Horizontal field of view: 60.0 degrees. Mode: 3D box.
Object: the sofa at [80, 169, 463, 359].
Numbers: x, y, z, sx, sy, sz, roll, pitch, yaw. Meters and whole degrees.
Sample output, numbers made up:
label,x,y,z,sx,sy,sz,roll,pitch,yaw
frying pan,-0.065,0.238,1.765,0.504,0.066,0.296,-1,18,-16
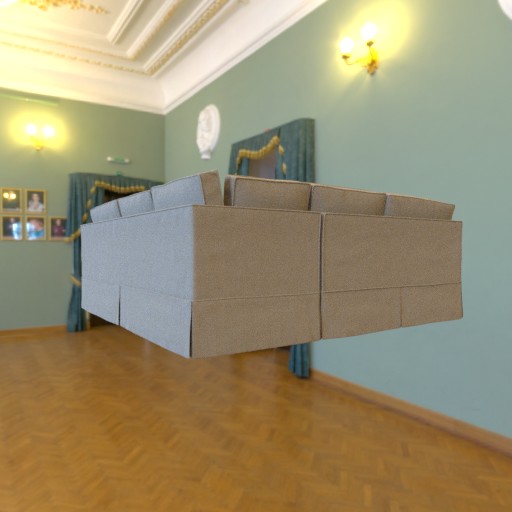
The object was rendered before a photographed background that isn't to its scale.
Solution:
label,x,y,z,sx,sy,sz,roll,pitch,yaw
sofa,0.000,0.000,4.359,2.730,1.124,2.733,-1,1,-34
